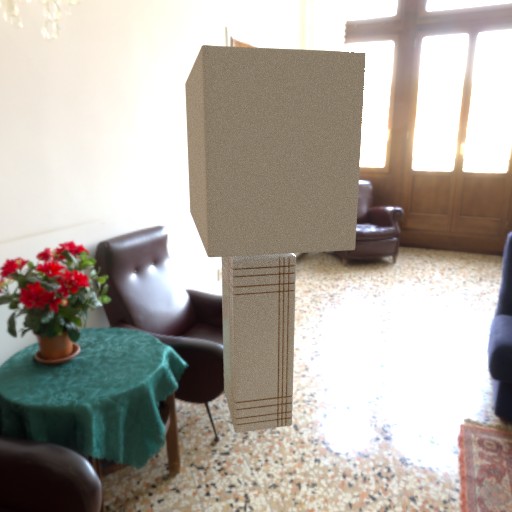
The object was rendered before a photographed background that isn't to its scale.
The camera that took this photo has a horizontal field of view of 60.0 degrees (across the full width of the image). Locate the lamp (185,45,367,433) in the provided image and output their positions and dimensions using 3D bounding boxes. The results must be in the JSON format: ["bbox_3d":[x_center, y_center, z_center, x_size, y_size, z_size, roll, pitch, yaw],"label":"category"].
[{"bbox_3d":[0.000,0.000,0.697,0.182,0.543,0.334,-3,15,-11],"label":"lamp"}]
